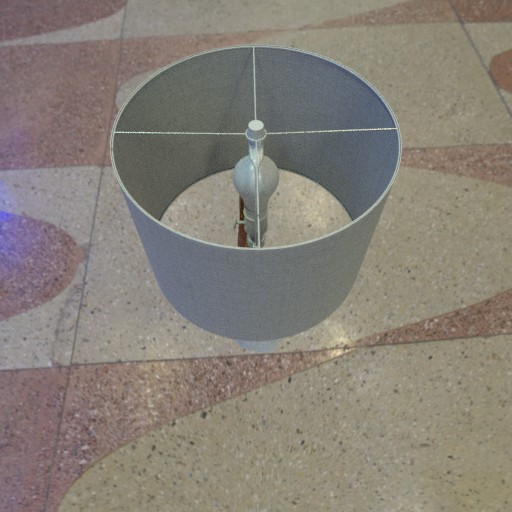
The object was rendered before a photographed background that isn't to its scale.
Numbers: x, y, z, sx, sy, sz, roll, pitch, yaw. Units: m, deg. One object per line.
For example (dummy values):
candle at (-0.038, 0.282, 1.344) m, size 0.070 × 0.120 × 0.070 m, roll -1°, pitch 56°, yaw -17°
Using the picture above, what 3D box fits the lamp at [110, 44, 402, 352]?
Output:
lamp at (0.000, 0.000, 0.668) m, size 0.298 × 0.503 × 0.298 m, roll -1°, pitch 58°, yaw -1°
